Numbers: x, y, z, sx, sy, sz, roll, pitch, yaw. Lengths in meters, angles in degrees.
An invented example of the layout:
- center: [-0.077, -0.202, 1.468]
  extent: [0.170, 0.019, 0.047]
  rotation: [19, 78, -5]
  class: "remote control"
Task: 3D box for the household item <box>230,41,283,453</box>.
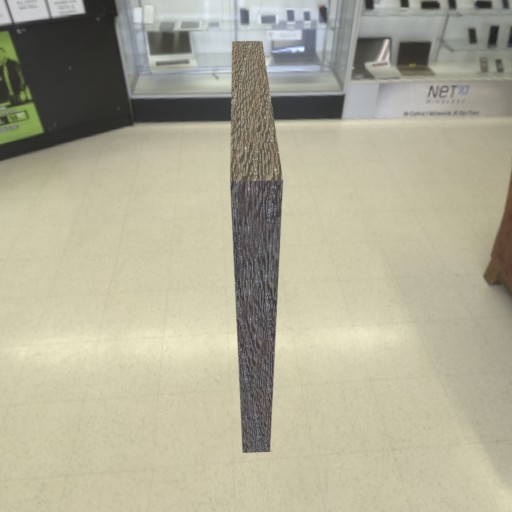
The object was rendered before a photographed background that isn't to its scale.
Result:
- center: [0.000, 0.000, 0.240]
  extent: [0.020, 0.180, 0.133]
  rotation: [-1, 42, -2]
  class: "household item"
